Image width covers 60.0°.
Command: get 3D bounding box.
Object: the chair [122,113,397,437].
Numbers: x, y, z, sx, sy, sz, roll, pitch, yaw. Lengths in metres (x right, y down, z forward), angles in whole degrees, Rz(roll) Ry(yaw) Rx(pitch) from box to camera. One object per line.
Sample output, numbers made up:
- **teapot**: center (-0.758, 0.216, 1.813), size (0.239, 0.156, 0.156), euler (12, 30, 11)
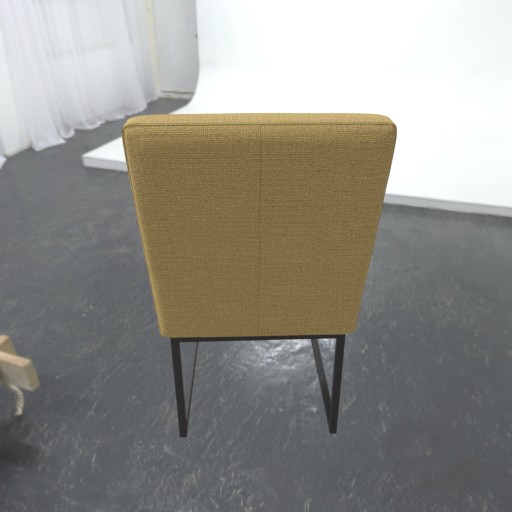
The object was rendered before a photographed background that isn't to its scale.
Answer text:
- **chair**: center (0.000, 0.000, 1.291), size (0.520, 0.930, 0.634), euler (-1, 31, -1)
